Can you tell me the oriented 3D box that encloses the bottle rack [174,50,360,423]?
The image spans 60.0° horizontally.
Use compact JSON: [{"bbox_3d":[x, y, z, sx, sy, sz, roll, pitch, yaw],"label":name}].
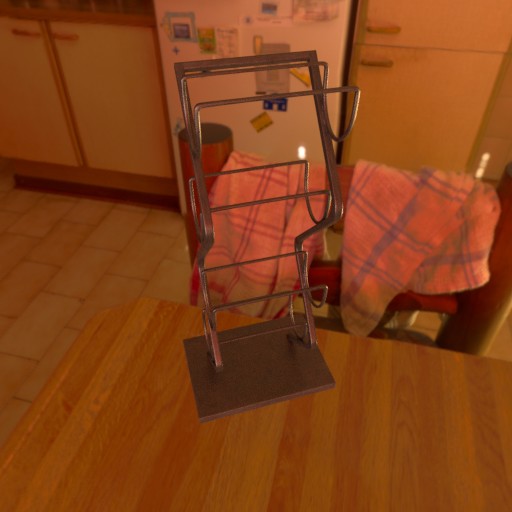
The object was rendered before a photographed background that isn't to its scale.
[{"bbox_3d":[0.000,0.000,0.675,0.254,0.559,0.178,-11,42,-12],"label":"bottle rack"}]
